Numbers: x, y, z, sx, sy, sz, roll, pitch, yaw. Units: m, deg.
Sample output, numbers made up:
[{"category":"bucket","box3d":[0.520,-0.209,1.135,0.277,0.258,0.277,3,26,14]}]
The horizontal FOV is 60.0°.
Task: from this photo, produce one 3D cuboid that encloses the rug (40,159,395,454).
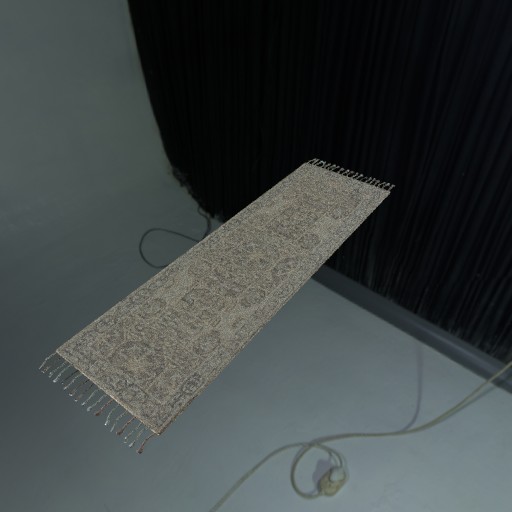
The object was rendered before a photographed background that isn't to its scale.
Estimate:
[{"category":"rug","box3d":[0.000,0.000,2.849,0.762,0.011,2.664,26,47,27]}]
